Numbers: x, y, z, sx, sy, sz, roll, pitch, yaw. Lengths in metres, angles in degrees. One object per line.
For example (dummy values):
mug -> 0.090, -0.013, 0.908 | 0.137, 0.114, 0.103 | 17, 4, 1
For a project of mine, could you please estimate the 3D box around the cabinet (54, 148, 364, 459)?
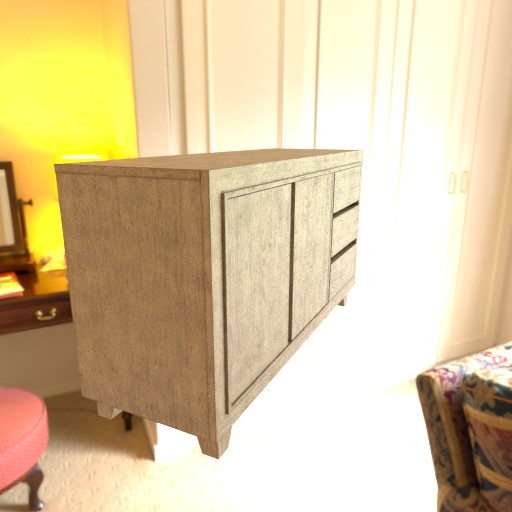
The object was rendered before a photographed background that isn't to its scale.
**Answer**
cabinet -> 0.000, 0.000, 1.845 | 0.511, 0.825, 1.460 | 8, 17, 26
